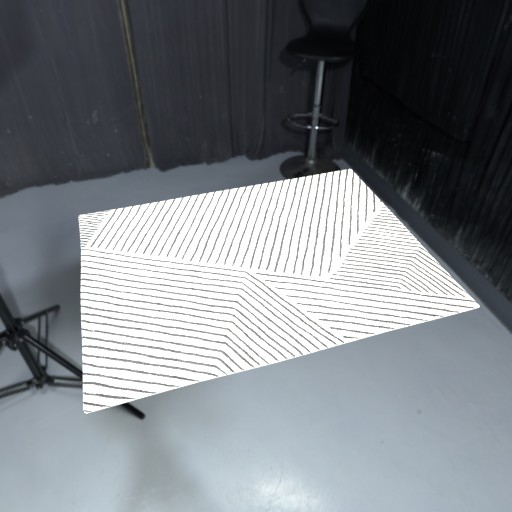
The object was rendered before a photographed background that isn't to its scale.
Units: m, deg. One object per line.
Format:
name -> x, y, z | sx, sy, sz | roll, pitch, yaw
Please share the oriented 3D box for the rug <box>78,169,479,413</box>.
rug -> 0.000, 0.000, 3.220 | 2.449, 0.028, 1.829 | -12, 42, -13
